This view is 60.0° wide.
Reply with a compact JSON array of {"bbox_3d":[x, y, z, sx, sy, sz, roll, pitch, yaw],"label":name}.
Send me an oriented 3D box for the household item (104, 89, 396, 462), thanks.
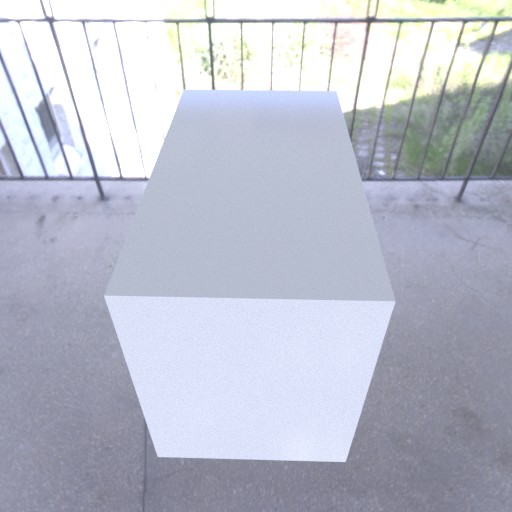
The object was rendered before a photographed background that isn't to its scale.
[{"bbox_3d":[0.000,0.000,1.565,0.597,0.749,1.100,1,42,1],"label":"household item"}]
